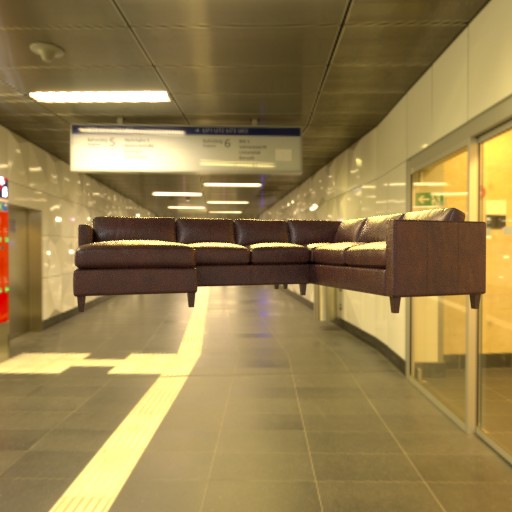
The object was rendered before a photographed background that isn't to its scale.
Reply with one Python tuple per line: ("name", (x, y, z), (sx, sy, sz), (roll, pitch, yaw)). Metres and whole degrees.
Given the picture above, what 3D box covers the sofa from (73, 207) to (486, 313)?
("sofa", (0.000, 0.000, 4.397), (3.324, 0.891, 2.452), (0, 1, -18))
